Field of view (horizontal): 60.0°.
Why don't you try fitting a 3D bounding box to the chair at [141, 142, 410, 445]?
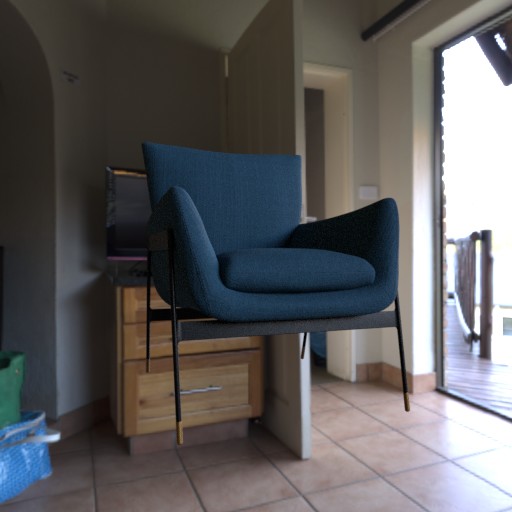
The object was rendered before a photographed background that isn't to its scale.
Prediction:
[{"bbox_3d":[0.000,0.000,1.454,0.678,0.859,0.769,0,0,-20],"label":"chair"}]
